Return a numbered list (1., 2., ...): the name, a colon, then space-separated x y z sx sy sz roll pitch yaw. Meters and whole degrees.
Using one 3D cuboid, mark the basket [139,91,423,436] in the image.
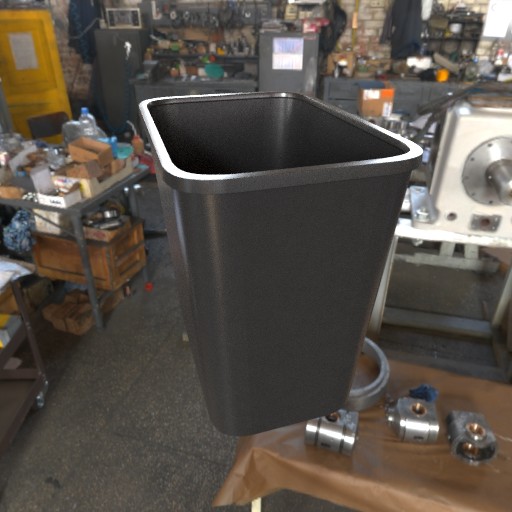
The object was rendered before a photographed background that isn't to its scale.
1. basket: 0.000 0.000 0.513 0.211 0.307 0.300 -9 31 -15
